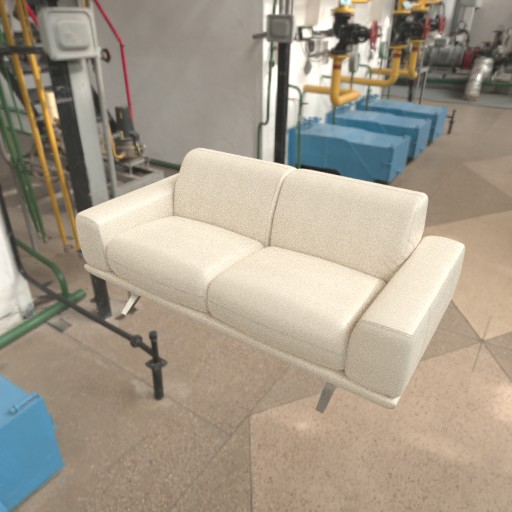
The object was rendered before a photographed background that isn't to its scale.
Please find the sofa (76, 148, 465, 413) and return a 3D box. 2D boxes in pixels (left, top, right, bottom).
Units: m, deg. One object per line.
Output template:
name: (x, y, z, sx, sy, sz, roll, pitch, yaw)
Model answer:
sofa: (0.000, 0.000, 2.380, 1.901, 0.772, 0.900, 18, 34, 29)
